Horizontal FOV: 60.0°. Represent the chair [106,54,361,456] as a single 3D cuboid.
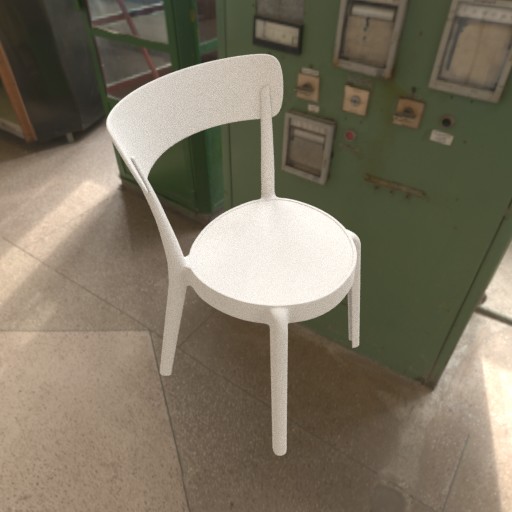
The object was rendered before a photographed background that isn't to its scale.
[{"bbox_3d":[0.000,0.000,1.104,0.491,0.790,0.506,26,47,26],"label":"chair"}]
